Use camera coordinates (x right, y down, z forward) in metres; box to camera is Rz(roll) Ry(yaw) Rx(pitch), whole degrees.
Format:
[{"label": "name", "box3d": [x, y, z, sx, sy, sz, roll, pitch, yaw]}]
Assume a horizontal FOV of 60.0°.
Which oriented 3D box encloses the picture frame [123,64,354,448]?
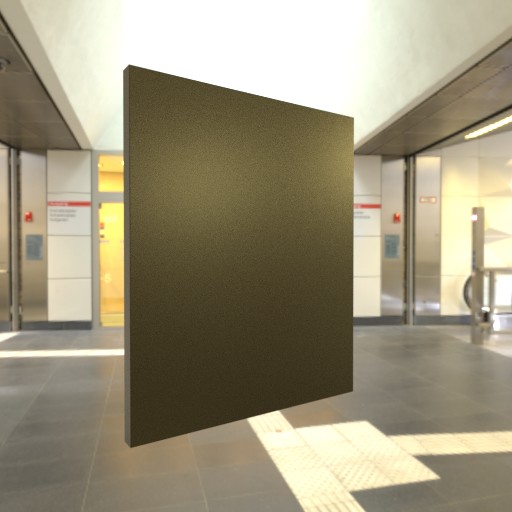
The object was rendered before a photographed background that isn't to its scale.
[{"label": "picture frame", "box3d": [0.000, 0.000, 0.783, 0.460, 0.556, 0.028, -1, 1, -34]}]
